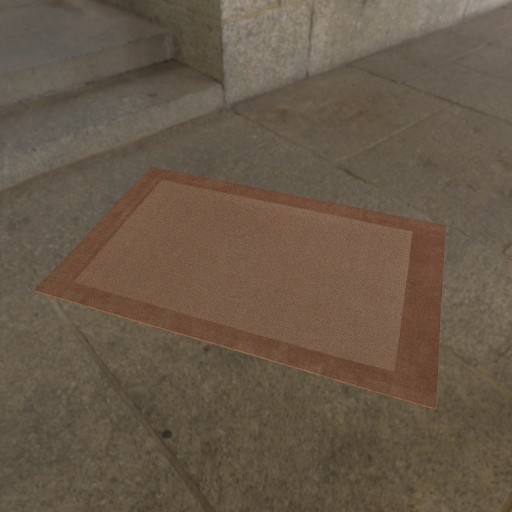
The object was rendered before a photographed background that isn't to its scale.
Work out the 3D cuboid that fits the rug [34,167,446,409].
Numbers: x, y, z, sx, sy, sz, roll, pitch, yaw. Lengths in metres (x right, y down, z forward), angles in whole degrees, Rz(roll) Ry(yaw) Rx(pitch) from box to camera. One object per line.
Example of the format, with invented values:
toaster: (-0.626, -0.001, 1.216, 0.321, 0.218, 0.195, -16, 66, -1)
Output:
rug: (0.000, 0.000, 3.029, 2.438, 0.014, 1.524, 13, 45, 14)
